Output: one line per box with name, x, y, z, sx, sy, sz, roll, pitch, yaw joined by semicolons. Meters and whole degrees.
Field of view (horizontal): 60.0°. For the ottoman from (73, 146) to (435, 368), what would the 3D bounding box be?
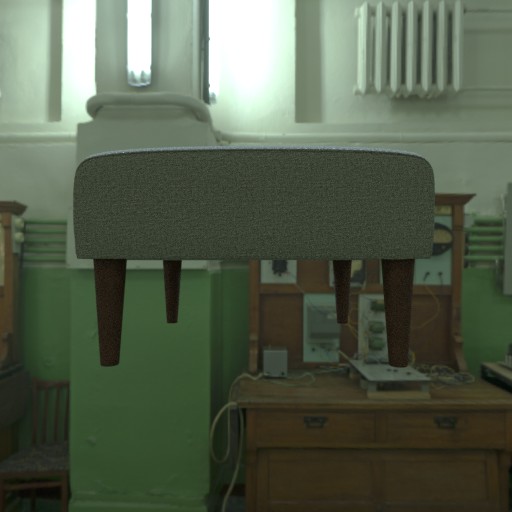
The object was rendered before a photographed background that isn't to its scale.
ottoman;0.000;0.000;1.071;0.649;0.398;0.650;0;-1;1
